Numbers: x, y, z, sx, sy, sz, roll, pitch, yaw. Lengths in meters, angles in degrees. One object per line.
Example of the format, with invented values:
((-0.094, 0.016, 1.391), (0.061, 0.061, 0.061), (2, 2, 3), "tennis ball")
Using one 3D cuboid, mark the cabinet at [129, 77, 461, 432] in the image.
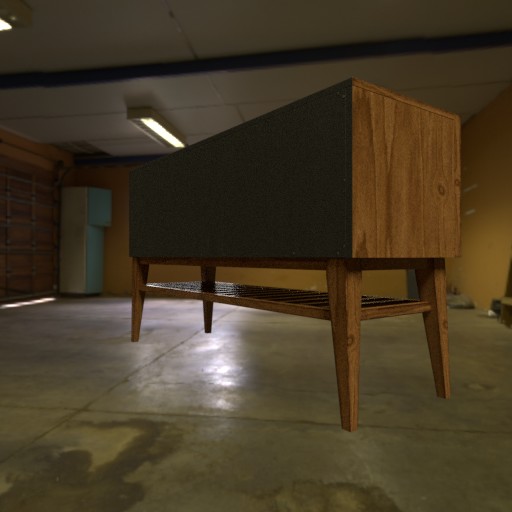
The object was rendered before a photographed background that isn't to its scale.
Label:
((0.000, 0.000, 1.683), (0.477, 0.802, 1.363), (0, 0, -37), "cabinet")
